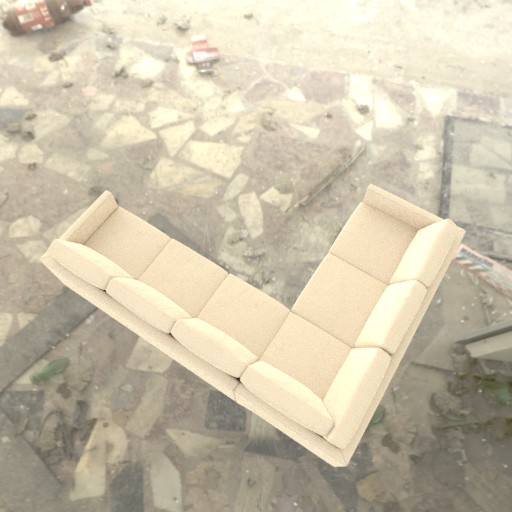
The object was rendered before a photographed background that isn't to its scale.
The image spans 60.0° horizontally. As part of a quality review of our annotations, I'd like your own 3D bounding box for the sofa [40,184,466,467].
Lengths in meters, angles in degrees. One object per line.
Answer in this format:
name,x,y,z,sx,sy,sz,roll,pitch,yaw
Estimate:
sofa,0.000,0.000,4.337,3.182,0.863,2.432,30,68,14
